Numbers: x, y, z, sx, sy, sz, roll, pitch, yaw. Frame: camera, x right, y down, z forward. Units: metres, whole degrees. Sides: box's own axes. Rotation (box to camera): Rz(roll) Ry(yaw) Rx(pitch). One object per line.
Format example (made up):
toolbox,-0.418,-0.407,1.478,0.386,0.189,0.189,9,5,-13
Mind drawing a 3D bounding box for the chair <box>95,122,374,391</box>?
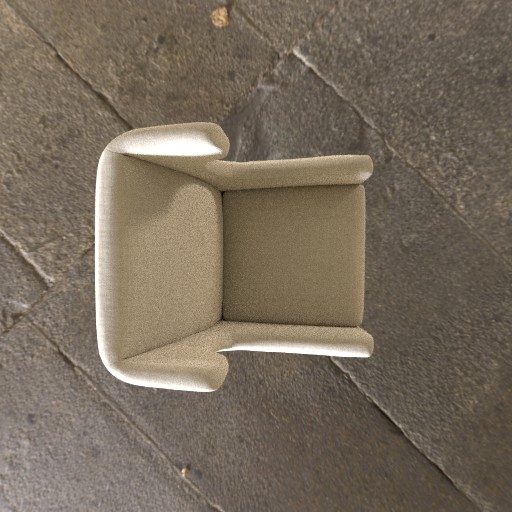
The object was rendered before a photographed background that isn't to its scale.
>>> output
chair,0.000,0.000,1.689,0.899,1.079,0.778,0,90,0
